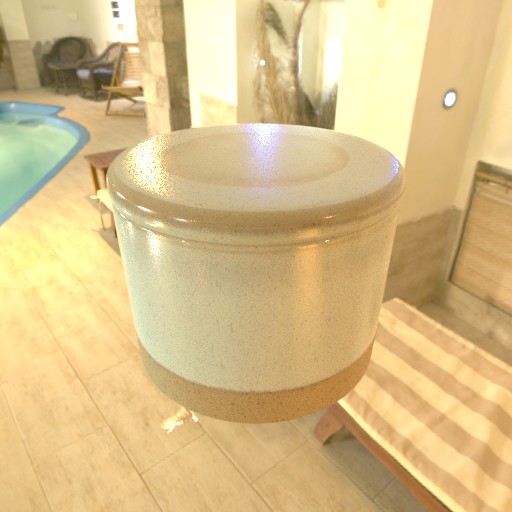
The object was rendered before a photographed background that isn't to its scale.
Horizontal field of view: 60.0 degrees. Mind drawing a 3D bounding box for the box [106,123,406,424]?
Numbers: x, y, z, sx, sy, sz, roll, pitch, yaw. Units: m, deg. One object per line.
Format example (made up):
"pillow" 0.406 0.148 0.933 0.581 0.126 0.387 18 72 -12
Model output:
"box" 0.000 0.000 0.264 0.154 0.123 0.154 0 30 0
